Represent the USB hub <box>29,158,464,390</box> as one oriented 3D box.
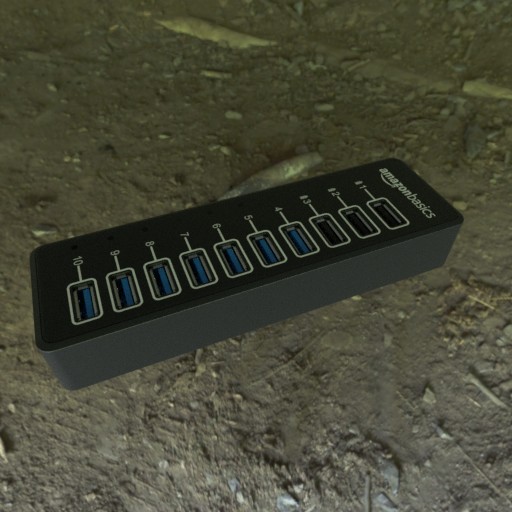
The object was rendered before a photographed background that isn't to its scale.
[{"bbox_3d":[0.000,0.000,0.159,0.145,0.023,0.044,-16,48,-15],"label":"USB hub"}]
